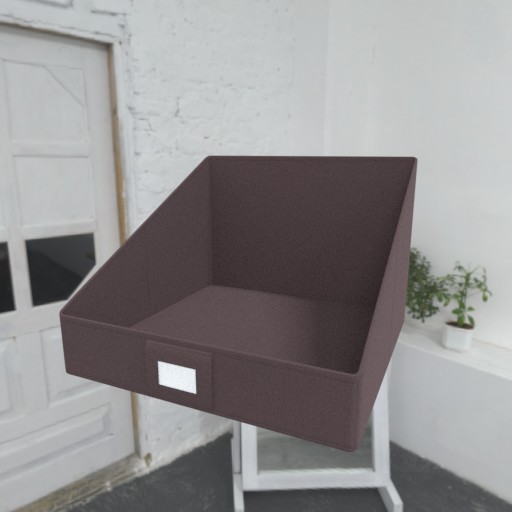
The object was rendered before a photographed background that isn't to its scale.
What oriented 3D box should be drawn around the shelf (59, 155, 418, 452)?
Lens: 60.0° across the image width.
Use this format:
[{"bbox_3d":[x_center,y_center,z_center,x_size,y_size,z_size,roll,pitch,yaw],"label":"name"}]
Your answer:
[{"bbox_3d":[0.000,0.000,0.484,0.292,0.210,0.292,6,15,24],"label":"shelf"}]
